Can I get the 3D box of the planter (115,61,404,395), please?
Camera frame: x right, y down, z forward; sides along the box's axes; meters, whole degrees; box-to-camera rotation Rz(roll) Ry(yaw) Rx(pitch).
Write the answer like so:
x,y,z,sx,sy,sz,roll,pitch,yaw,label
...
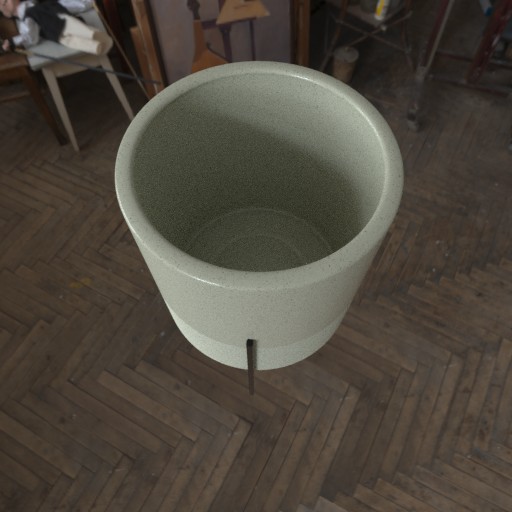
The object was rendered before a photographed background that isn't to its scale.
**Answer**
x,y,z,sx,sy,sz,roll,pitch,yaw,label
0.000,0.000,0.694,0.323,0.475,0.314,31,67,15,planter
